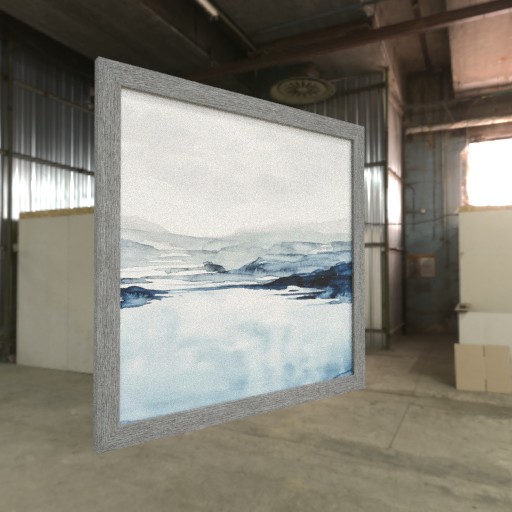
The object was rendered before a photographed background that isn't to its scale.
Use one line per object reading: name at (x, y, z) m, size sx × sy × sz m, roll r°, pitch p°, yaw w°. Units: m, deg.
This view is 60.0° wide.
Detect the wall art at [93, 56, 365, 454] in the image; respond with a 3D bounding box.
wall art at (0.000, 0.000, 0.969) m, size 0.685 × 0.685 × 0.020 m, roll 1°, pitch -1°, yaw -36°
